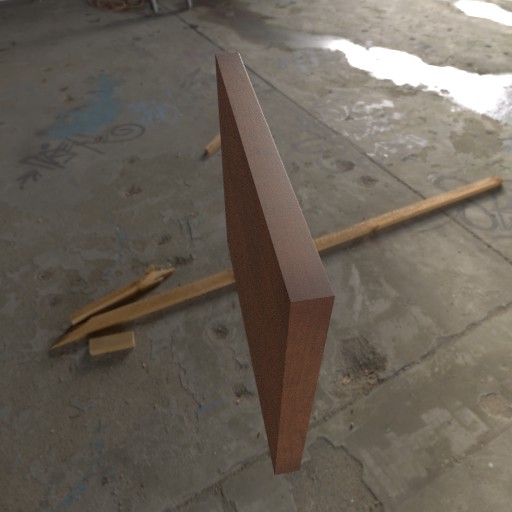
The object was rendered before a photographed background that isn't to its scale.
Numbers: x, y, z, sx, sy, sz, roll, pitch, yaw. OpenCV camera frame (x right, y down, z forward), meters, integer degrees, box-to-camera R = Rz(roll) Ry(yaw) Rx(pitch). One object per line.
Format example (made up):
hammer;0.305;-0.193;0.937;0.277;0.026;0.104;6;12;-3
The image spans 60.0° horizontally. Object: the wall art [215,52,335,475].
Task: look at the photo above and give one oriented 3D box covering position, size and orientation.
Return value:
wall art;0.000;0.000;0.541;0.030;0.328;0.401;-8;47;-7
